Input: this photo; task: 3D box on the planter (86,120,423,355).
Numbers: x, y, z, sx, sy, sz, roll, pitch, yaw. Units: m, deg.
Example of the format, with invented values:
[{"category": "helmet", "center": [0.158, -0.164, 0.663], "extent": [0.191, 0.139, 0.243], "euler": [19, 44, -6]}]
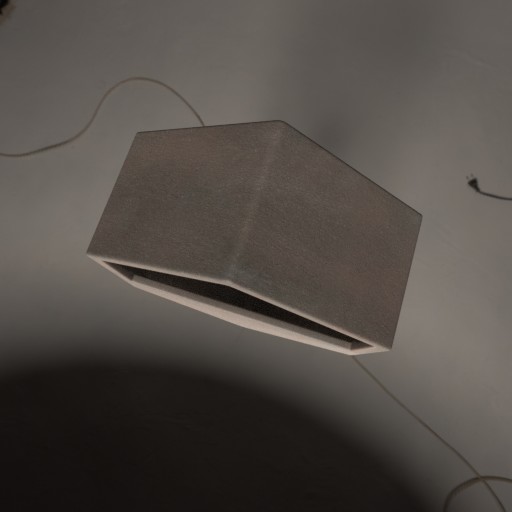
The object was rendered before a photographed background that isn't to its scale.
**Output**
[{"category": "planter", "center": [0.000, 0.000, 0.287], "extent": [0.169, 0.206, 0.077], "euler": [17, 77, 4]}]
